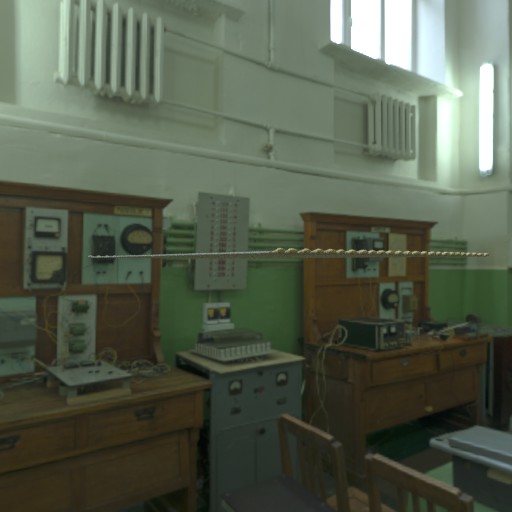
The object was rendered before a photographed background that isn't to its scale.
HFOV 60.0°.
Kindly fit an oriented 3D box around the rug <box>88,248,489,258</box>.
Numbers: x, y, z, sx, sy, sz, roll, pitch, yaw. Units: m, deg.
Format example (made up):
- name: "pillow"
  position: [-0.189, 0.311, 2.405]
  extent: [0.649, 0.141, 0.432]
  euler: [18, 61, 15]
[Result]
- name: "rug"
  position: [0.000, 0.000, 3.022]
  extent: [1.556, 0.022, 2.433]
  euler: [1, -1, -36]
